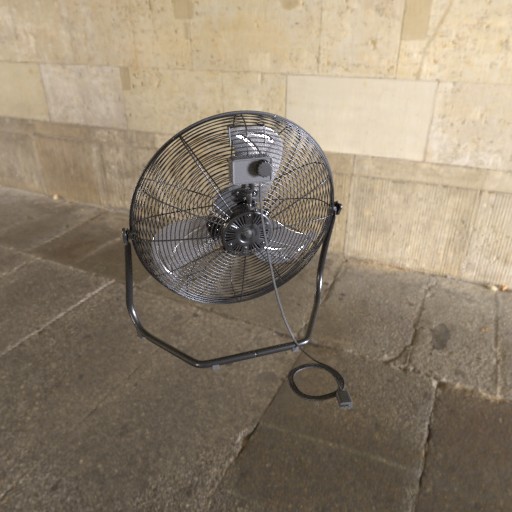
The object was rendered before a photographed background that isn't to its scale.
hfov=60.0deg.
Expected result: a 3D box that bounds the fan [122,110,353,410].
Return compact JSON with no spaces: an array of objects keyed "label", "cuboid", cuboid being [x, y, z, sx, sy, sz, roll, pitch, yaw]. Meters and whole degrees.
[{"label":"fan","cuboid":[0.000,0.000,1.008,0.595,0.605,0.470,-9,29,-17]}]
